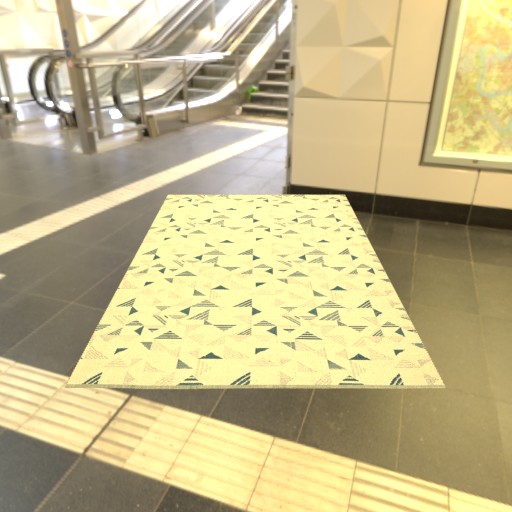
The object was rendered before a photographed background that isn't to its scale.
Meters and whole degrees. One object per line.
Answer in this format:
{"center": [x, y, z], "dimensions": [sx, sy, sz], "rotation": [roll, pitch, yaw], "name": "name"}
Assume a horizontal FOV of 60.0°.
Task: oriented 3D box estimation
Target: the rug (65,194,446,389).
{"center": [0.000, 0.000, 2.210], "dimensions": [1.206, 0.003, 1.835], "rotation": [0, 27, 0], "name": "rug"}
